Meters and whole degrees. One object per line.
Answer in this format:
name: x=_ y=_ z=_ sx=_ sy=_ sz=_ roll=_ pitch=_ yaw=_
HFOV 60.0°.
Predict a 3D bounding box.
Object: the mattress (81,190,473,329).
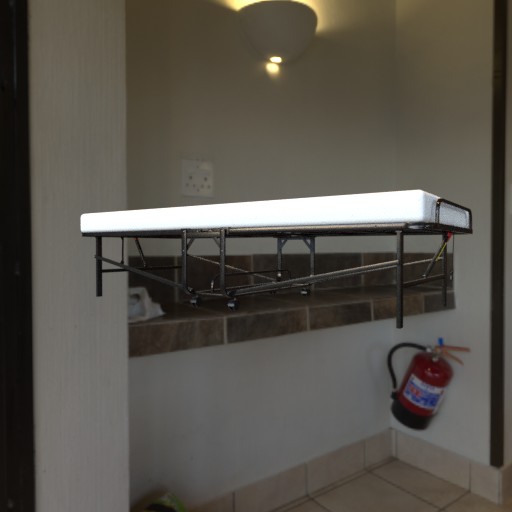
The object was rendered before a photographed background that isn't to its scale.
mattress: x=0.000 y=0.000 z=2.545 sx=2.153 sy=0.519 sz=0.922 roll=1 pitch=1 yaw=35
